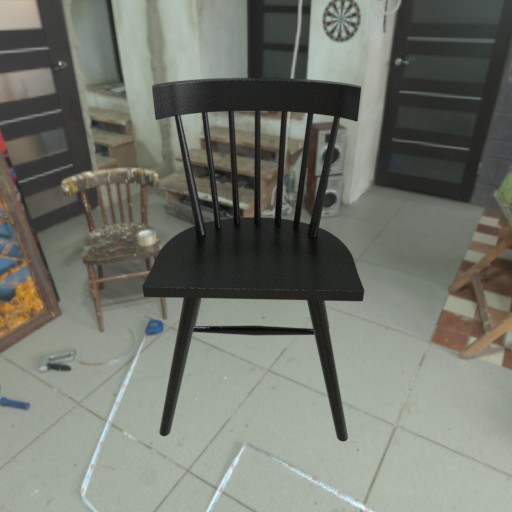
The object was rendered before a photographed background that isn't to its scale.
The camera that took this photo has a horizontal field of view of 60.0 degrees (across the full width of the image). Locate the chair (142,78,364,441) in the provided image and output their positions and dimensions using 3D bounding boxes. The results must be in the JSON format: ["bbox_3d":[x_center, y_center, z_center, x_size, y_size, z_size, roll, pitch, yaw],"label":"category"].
[{"bbox_3d":[0.000,0.000,1.172,0.506,0.844,0.483,1,30,2],"label":"chair"}]
